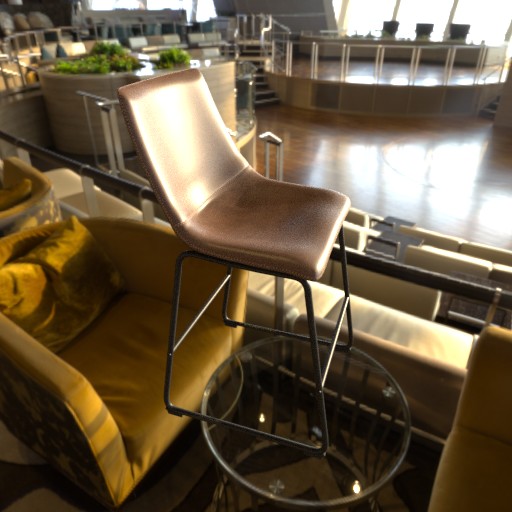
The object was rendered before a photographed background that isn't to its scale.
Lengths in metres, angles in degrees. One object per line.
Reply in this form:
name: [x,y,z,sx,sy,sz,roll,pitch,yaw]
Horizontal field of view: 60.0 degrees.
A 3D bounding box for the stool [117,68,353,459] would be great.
stool: [0.000,0.000,1.208,0.550,0.890,0.460,10,31,17]
